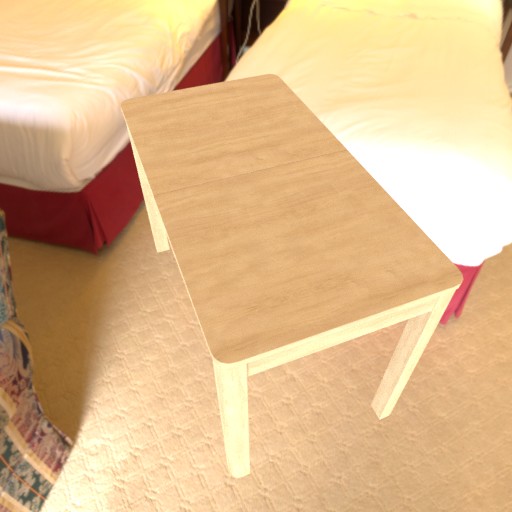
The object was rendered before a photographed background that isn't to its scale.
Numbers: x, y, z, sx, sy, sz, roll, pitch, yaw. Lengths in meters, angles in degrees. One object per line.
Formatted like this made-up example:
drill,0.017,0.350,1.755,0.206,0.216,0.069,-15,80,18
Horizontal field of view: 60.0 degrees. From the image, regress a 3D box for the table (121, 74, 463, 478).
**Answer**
table,0.000,0.000,1.928,0.750,0.900,1.400,-16,49,-14
